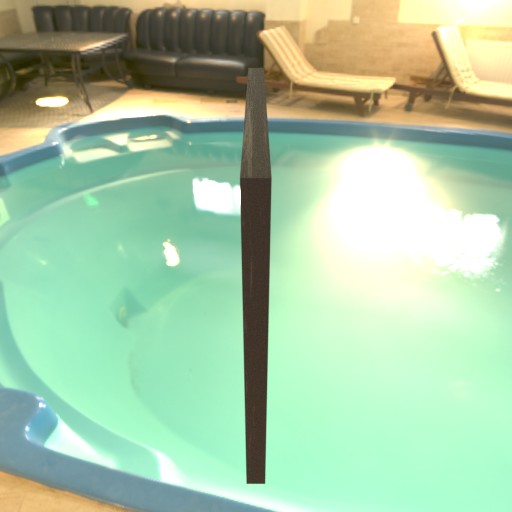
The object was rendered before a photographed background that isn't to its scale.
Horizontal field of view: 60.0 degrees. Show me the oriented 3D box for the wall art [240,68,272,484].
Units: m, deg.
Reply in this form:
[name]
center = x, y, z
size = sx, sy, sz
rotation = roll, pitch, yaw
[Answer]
[wall art]
center = 0.000, 0.000, 1.133
size = 0.043, 0.758, 0.762
rotation = 0, 33, 0
